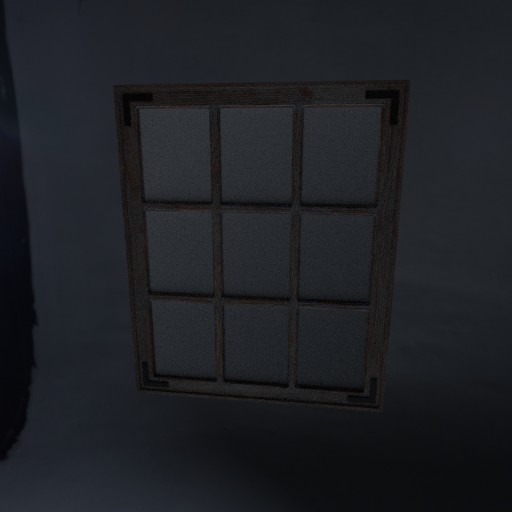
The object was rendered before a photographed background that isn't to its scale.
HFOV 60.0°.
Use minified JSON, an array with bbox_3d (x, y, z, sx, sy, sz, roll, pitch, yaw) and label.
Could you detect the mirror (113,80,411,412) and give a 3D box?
[{"bbox_3d":[0.000,0.000,1.206,0.730,0.882,0.032,2,15,8],"label":"mirror"}]
